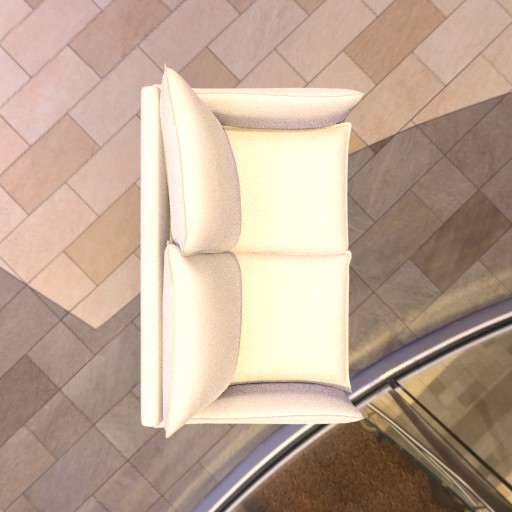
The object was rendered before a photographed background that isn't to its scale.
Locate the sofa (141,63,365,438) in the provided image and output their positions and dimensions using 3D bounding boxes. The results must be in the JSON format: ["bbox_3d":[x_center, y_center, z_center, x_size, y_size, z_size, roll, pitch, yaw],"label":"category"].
[{"bbox_3d":[0.000,0.000,1.824,0.820,0.840,1.300,0,90,0],"label":"sofa"}]
